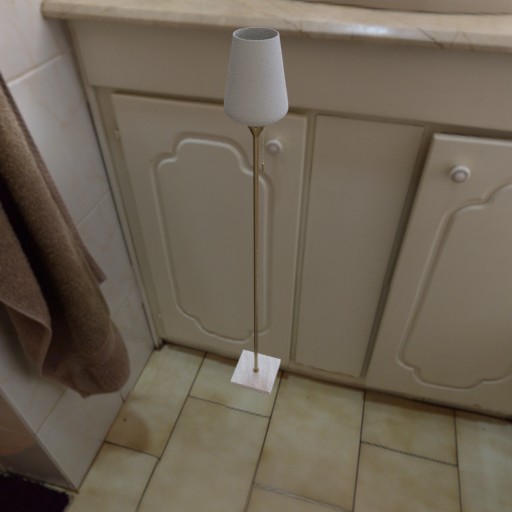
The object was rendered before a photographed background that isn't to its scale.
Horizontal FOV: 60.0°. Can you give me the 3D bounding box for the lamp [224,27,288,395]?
[{"bbox_3d":[0.000,0.000,1.953,0.232,1.813,0.229,12,43,13],"label":"lamp"}]
